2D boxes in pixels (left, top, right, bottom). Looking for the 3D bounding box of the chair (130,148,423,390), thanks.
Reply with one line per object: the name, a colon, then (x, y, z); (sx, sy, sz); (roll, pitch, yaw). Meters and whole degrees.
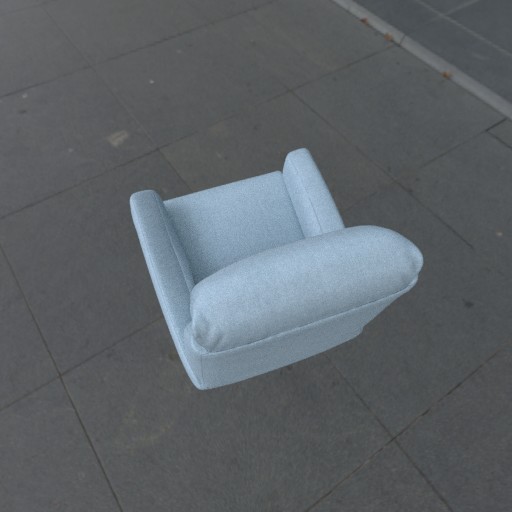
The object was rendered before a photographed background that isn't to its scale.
chair: (0.000, 0.000, 1.662); (0.812, 1.013, 0.940); (-17, 59, -11)
